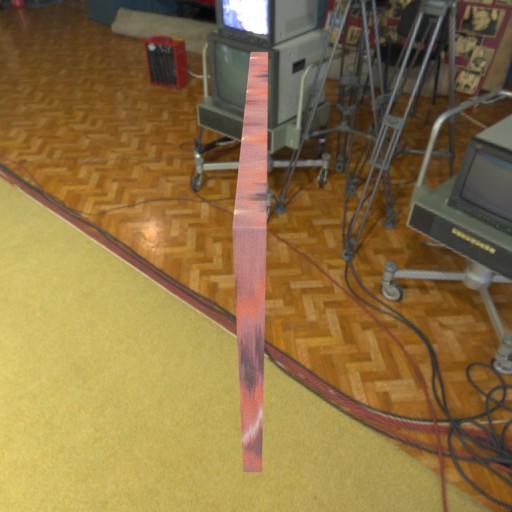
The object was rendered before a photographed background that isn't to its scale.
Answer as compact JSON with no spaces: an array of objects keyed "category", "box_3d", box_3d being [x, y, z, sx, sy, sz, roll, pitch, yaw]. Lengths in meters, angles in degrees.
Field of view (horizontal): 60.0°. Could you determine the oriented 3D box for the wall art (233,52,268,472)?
[{"category":"wall art","box_3d":[0.000,0.000,0.902,0.037,0.609,0.603,1,41,1]}]
